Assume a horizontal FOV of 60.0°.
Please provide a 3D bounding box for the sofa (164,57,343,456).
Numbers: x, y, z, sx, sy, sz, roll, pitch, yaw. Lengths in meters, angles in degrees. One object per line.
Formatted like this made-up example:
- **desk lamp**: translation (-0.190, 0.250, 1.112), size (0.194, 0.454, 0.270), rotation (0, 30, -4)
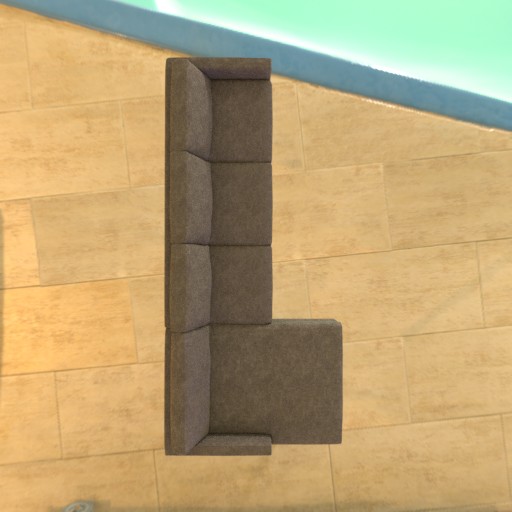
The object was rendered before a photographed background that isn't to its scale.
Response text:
- **sofa**: translation (0.000, 0.000, 4.097), size (1.606, 0.954, 3.471), rotation (0, 89, 0)
